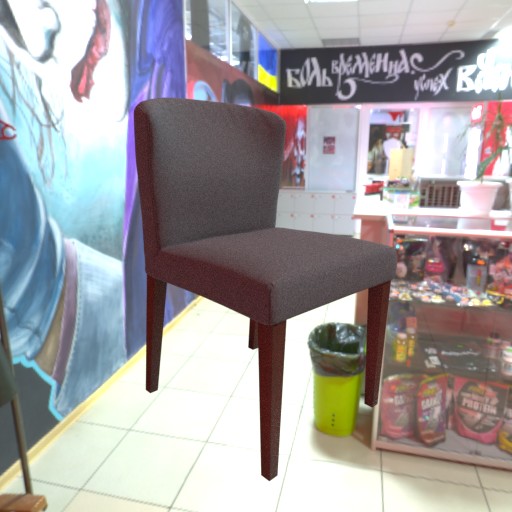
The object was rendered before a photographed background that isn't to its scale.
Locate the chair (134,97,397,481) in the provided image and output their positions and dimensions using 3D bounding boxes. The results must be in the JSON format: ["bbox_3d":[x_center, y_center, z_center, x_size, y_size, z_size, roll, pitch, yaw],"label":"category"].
[{"bbox_3d":[0.000,0.000,1.195,0.491,0.839,0.592,-13,19,-42],"label":"chair"}]
